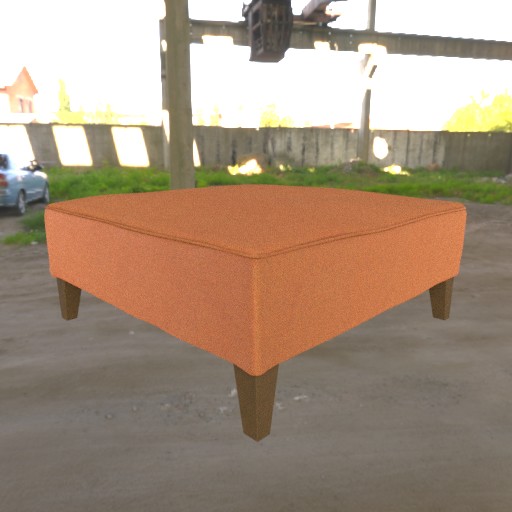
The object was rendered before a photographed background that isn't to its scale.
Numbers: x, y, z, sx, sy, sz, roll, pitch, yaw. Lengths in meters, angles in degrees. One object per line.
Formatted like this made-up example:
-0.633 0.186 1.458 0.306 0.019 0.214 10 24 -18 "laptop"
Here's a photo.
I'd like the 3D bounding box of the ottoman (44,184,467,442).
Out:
0.000 0.000 1.483 0.997 0.438 0.999 13 19 43 "ottoman"
